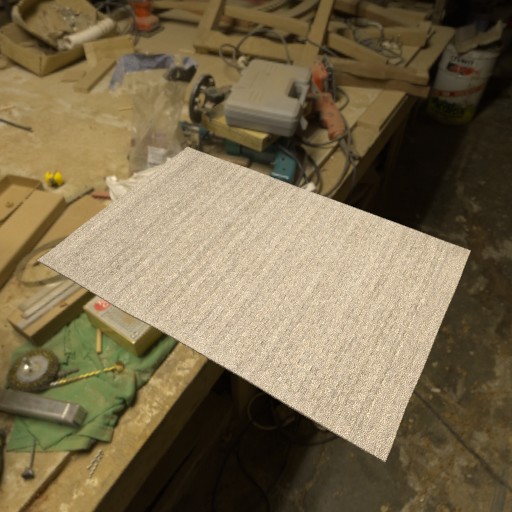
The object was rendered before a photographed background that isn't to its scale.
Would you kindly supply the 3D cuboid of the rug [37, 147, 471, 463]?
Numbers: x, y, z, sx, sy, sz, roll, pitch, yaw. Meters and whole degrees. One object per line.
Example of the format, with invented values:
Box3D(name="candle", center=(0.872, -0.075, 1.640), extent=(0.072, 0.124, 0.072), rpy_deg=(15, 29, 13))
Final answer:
Box3D(name="rug", center=(0.000, 0.000, 2.812), extent=(2.297, 0.018, 1.532), rpy_deg=(24, 51, 21))
